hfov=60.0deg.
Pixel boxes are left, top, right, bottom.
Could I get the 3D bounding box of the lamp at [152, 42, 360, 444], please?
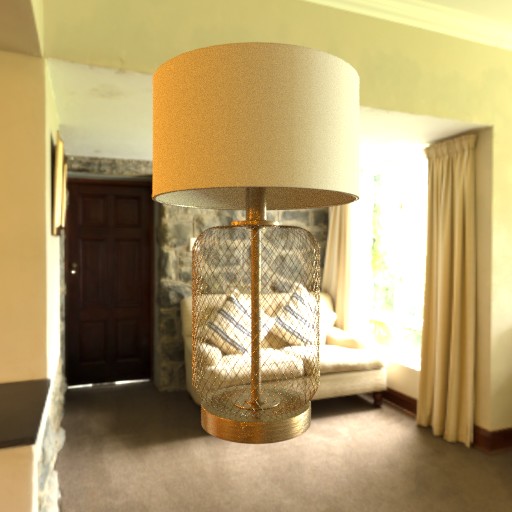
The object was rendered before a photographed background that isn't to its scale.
[{"bbox_3d":[0.000,0.000,0.774,0.353,0.578,0.353,0,1,0],"label":"lamp"}]
